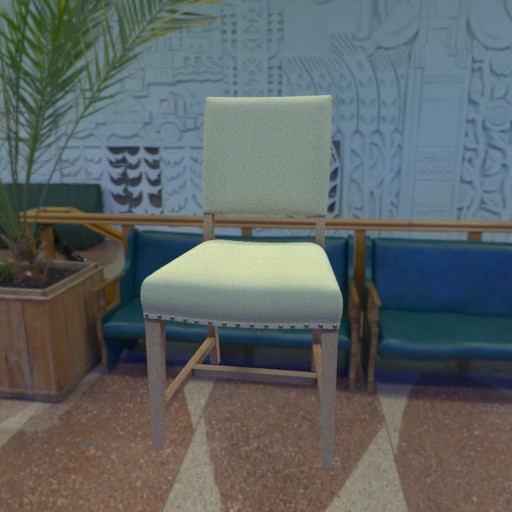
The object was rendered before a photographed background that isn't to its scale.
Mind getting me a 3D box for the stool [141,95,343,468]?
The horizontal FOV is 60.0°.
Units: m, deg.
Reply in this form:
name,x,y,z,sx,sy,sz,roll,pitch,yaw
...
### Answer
name,x,y,z,sx,sy,sz,roll,pitch,yaw
stool,0.000,0.000,1.369,0.508,0.986,0.623,2,14,8
